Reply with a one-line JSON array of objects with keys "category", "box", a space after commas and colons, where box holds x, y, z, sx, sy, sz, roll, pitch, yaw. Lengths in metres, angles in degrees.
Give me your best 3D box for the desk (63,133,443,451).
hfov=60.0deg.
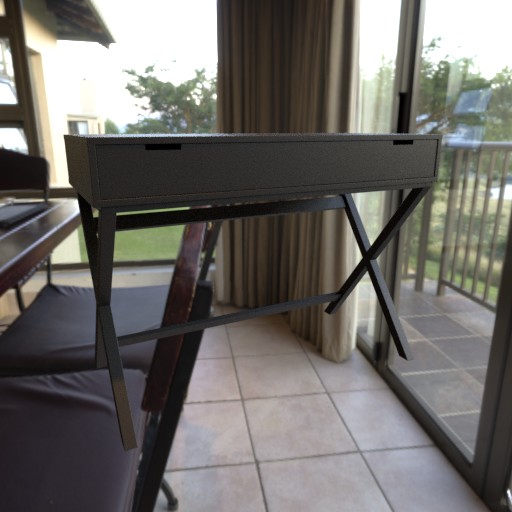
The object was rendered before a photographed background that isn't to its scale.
[{"category": "desk", "box": [0.000, 0.000, 1.475, 1.057, 0.780, 0.504, -8, 18, -27]}]
